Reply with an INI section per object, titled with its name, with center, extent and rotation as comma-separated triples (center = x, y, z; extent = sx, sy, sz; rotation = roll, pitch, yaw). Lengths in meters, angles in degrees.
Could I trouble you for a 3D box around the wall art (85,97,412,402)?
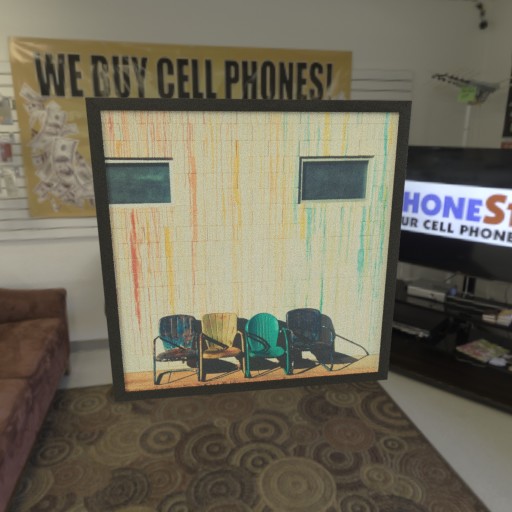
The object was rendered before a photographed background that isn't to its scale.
[wall art]
center = 0.000, 0.000, 1.144
extent = 0.763, 0.763, 0.039
rotation = -2, 16, -8
